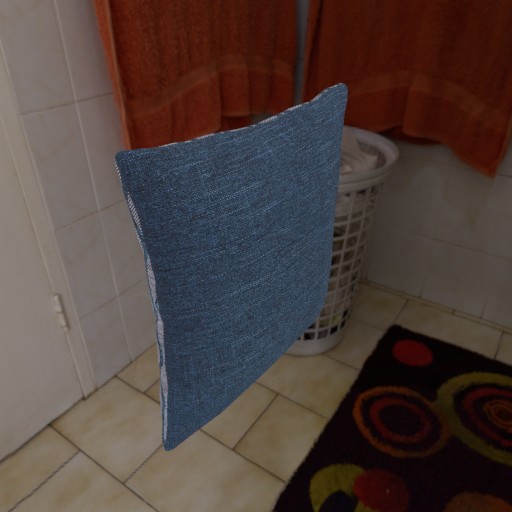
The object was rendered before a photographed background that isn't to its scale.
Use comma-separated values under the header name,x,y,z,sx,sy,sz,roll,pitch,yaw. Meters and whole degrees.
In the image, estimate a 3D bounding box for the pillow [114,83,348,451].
name,x,y,z,sx,sy,sz,roll,pitch,yaw
pillow,0.000,0.000,0.659,0.159,0.435,0.435,21,38,30
